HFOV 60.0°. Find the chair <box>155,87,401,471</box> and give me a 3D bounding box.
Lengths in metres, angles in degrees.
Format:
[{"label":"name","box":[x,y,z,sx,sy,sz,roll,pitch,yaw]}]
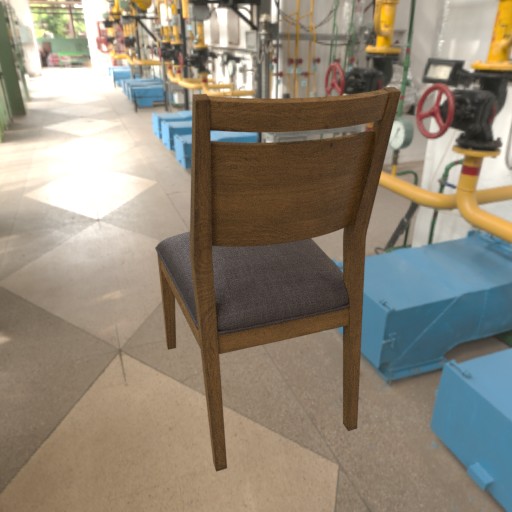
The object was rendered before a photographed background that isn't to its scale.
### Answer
[{"label":"chair","box":[0.000,0.000,1.270,0.501,0.939,0.610,-9,27,-18]}]
